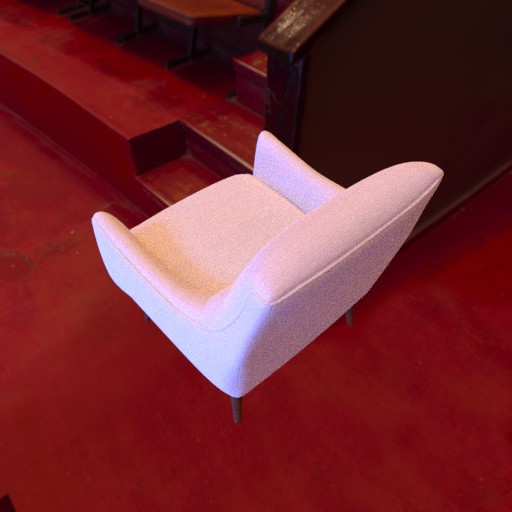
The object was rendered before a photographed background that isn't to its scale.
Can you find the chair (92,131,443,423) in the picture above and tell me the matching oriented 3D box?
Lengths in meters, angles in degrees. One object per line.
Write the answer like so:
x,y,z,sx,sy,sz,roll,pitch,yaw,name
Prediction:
0.000,0.000,1.456,0.762,0.838,0.787,-33,55,-27,chair
